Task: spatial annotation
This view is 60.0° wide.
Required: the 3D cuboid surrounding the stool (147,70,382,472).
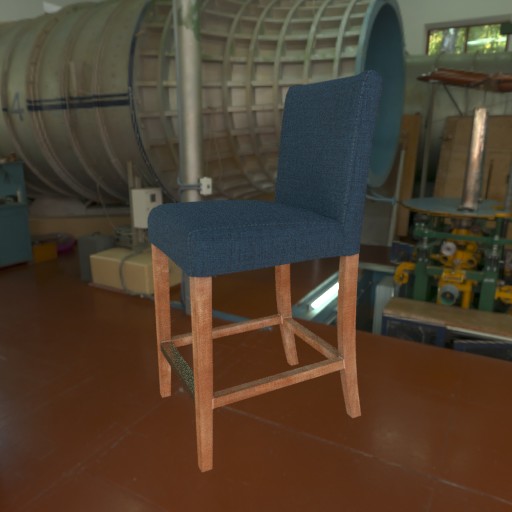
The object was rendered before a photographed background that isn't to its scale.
[{"bbox_3d":[0.000,0.000,1.353,0.567,1.039,0.454,-7,17,-26],"label":"stool"}]
